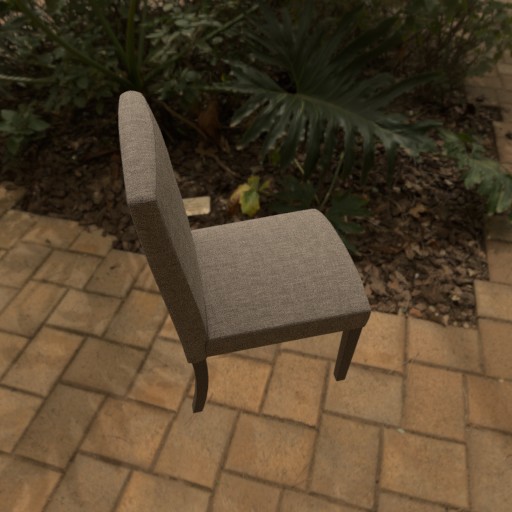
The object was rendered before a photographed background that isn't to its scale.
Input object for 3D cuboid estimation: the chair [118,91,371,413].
[{"bbox_3d":[0.000,0.000,1.279,0.580,0.917,0.451,-10,47,-10],"label":"chair"}]
